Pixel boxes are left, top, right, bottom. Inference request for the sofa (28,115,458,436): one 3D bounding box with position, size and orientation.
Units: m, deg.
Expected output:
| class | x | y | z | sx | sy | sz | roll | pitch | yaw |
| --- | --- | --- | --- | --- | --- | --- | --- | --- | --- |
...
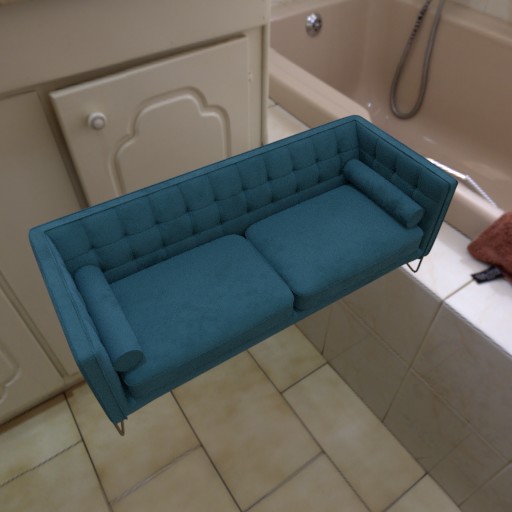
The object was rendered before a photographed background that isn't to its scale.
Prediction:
| class | x | y | z | sx | sy | sz | roll | pitch | yaw |
| --- | --- | --- | --- | --- | --- | --- | --- | --- | --- |
| sofa | 0.000 | 0.000 | 2.517 | 2.087 | 0.789 | 0.867 | -25 | 52 | -21 |
